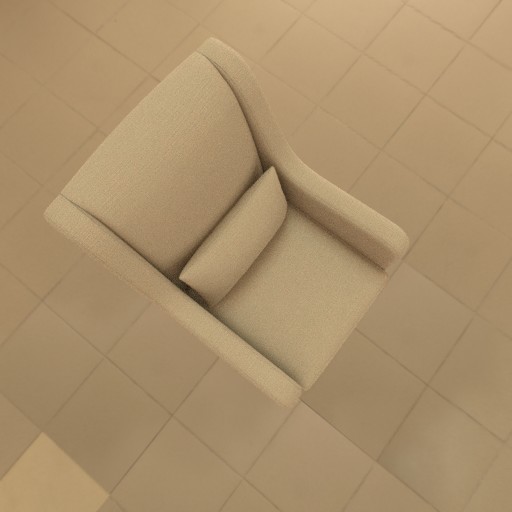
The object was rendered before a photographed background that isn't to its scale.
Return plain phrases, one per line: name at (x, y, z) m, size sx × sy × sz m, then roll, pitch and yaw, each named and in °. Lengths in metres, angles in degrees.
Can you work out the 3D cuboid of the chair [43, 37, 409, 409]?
chair at (0.000, 0.000, 1.620) m, size 0.896 × 1.017 × 0.715 m, roll 37°, pitch 79°, yaw 8°
